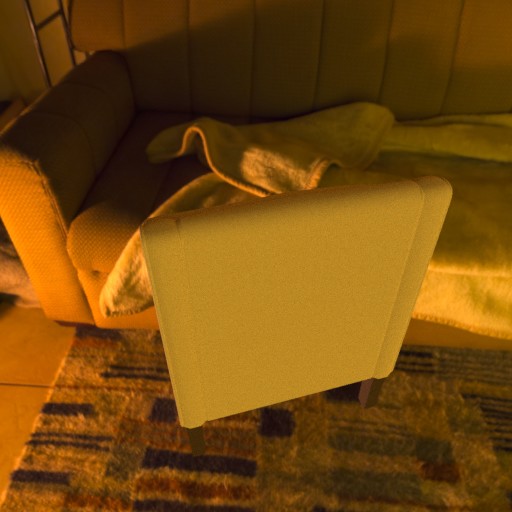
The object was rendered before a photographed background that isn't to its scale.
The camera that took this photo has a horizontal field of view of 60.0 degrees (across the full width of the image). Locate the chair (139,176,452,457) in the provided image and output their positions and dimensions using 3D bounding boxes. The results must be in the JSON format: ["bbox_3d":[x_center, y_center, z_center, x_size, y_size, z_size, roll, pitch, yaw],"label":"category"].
[{"bbox_3d":[0.000,0.000,1.451,0.689,0.886,0.806,-11,42,-12],"label":"chair"}]
